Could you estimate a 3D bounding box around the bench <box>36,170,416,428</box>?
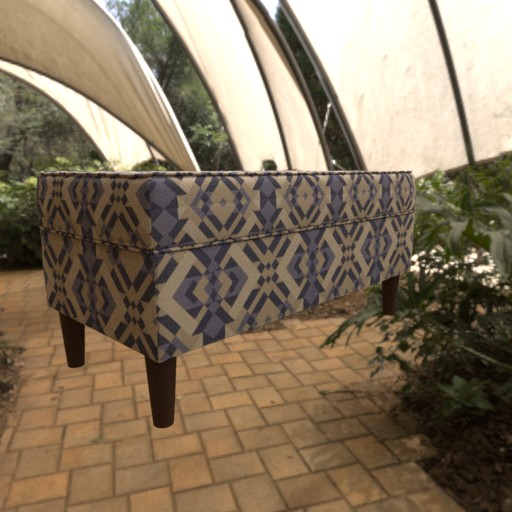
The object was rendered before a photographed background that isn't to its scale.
[{"bbox_3d":[0.000,0.000,1.263,0.492,0.477,1.016,10,15,43],"label":"bench"}]
